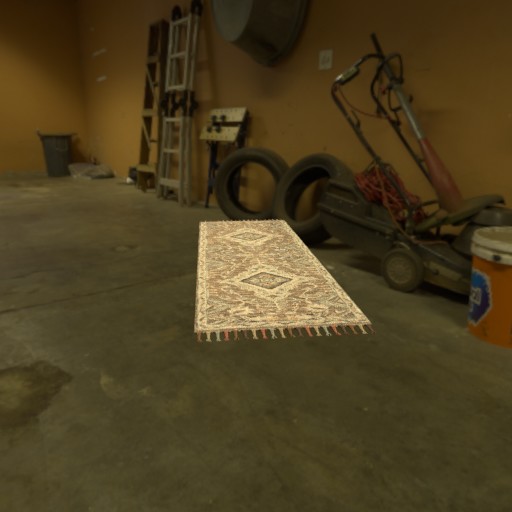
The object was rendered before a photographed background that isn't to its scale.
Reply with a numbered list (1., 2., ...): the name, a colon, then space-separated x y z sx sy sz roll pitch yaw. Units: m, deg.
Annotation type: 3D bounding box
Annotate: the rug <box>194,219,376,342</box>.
1. rug: 0.000 0.000 2.831 1.324 0.018 2.378 3 17 9
